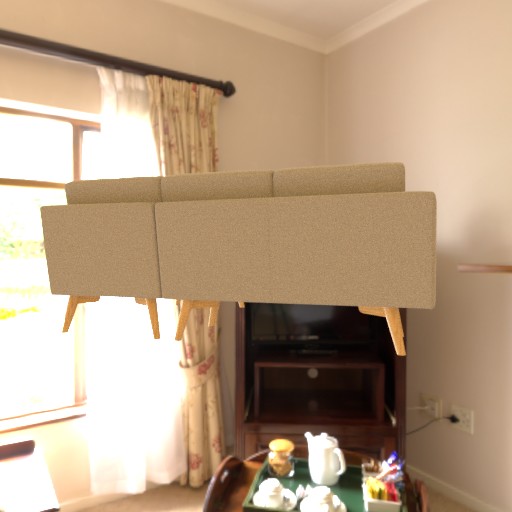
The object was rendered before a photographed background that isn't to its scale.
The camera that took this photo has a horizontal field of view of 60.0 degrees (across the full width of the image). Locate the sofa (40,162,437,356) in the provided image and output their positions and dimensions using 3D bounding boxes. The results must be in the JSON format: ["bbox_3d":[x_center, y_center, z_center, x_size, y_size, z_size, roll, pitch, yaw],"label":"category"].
[{"bbox_3d":[0.000,0.000,2.844,2.040,0.860,1.530,0,1,17],"label":"sofa"}]
